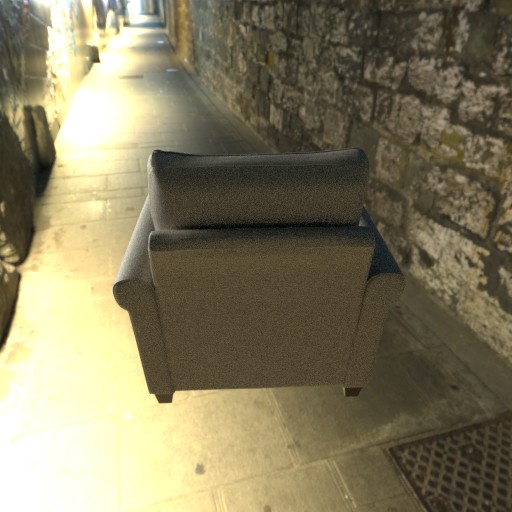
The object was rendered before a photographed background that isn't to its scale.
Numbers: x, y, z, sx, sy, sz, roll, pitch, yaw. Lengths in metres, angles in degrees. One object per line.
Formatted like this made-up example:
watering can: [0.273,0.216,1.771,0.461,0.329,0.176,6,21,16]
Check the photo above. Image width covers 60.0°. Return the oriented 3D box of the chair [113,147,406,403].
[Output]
chair: [0.000,0.000,2.361,1.275,1.349,1.180,-1,30,-2]
